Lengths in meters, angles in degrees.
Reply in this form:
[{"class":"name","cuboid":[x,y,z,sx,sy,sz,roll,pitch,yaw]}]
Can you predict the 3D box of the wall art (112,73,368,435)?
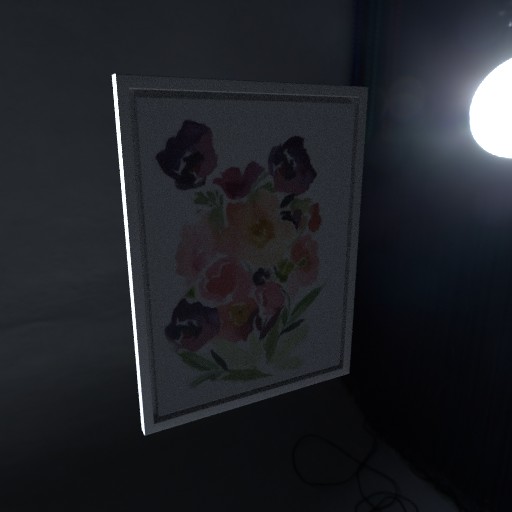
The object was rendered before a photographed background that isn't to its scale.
[{"class":"wall art","cuboid":[0.000,0.000,1.436,0.805,1.056,0.042,-8,18,-26]}]
